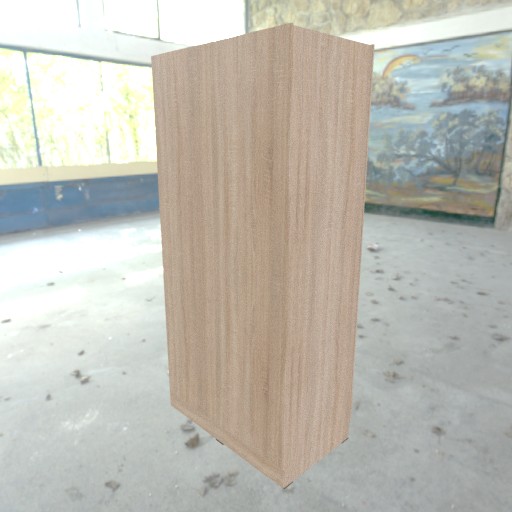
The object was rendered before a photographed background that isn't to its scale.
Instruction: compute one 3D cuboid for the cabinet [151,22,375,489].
[{"bbox_3d":[0.000,0.000,2.486,0.590,2.121,1.001,-14,20,-42],"label":"cabinet"}]
